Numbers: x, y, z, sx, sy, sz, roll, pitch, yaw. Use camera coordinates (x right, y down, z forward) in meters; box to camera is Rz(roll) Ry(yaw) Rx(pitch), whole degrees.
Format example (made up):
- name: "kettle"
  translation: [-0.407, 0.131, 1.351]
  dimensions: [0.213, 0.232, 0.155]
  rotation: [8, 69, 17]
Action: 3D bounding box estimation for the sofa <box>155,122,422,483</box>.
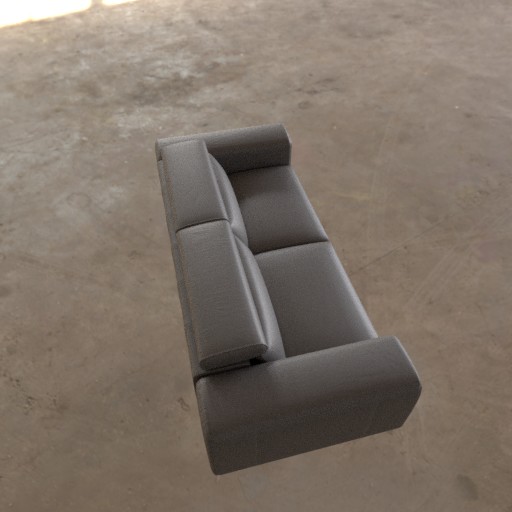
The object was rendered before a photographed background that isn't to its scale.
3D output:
- name: "sofa"
  translation: [0.000, 0.000, 2.806]
  dimensions: [1.023, 0.759, 2.321]
  rotation: [-10, 48, -9]
